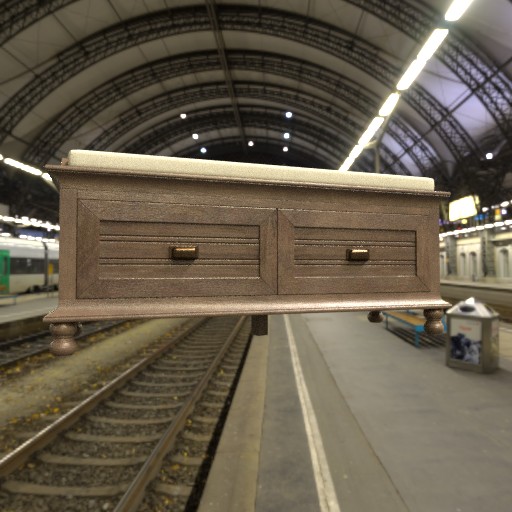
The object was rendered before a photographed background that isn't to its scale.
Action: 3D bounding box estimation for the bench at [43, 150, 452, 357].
[{"bbox_3d":[0.000,0.000,1.415,1.185,0.501,0.402,1,-2,-19],"label":"bench"}]
